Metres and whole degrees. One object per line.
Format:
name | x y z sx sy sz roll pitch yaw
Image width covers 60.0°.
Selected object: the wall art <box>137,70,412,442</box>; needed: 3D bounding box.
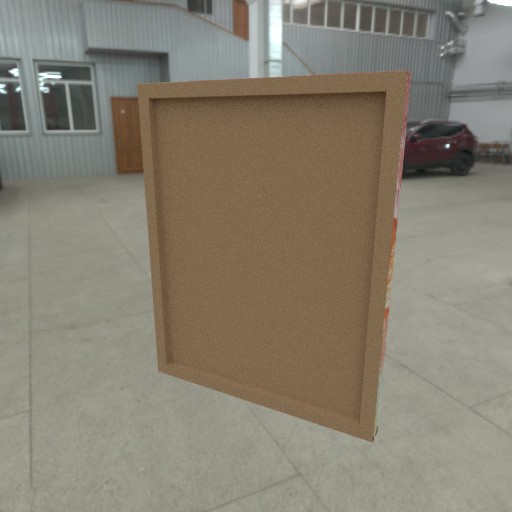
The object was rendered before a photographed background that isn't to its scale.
wall art | 0.000 0.000 0.682 0.406 0.508 0.028 9 19 27
